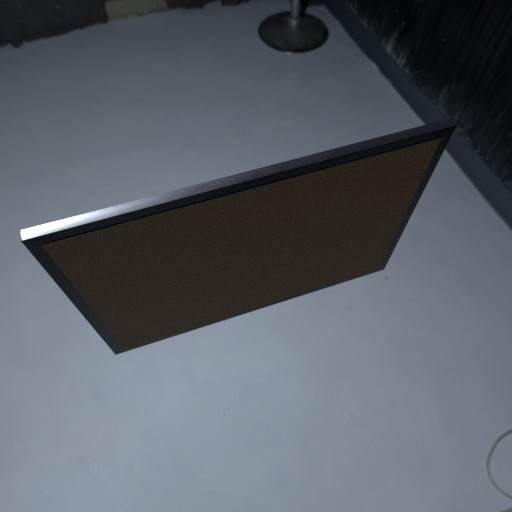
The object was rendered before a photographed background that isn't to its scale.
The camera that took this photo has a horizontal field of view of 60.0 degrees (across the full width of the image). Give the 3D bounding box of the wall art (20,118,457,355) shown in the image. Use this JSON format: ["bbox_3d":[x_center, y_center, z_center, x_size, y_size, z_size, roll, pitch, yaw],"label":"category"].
[{"bbox_3d":[0.000,0.000,0.560,0.440,0.306,0.013,-16,60,-10],"label":"wall art"}]
